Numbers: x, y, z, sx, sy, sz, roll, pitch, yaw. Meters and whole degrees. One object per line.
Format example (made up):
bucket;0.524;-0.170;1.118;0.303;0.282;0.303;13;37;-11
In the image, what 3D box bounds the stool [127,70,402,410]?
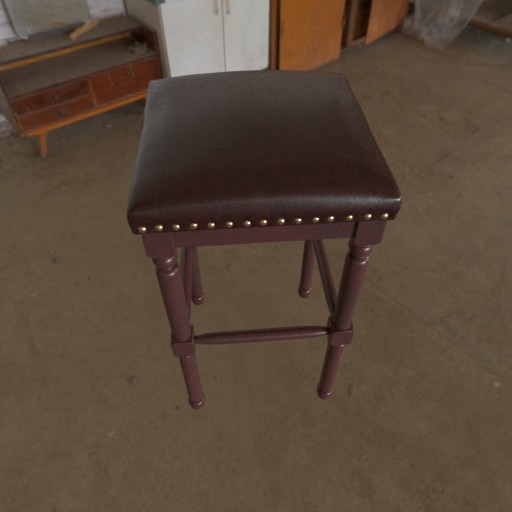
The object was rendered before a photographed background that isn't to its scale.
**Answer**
stool;0.000;0.000;0.947;0.383;0.702;0.382;-3;47;-3
